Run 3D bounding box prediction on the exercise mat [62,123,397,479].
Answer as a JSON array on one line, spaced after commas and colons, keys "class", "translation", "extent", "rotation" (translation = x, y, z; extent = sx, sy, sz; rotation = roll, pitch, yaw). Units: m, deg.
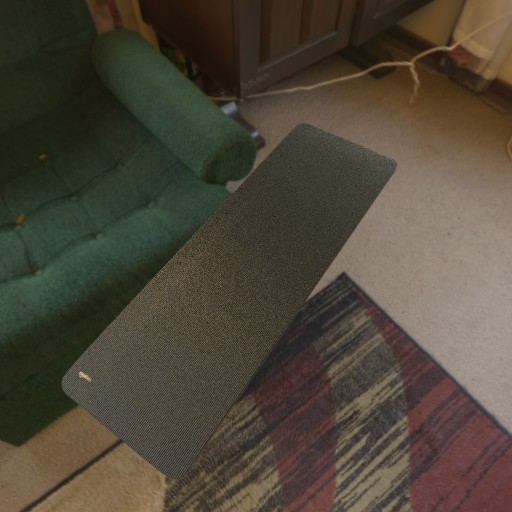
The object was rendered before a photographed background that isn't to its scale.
[{"class": "exercise mat", "translation": [0.000, 0.000, 2.042], "extent": [0.616, 0.021, 1.869], "rotation": [29, 61, 18]}]
